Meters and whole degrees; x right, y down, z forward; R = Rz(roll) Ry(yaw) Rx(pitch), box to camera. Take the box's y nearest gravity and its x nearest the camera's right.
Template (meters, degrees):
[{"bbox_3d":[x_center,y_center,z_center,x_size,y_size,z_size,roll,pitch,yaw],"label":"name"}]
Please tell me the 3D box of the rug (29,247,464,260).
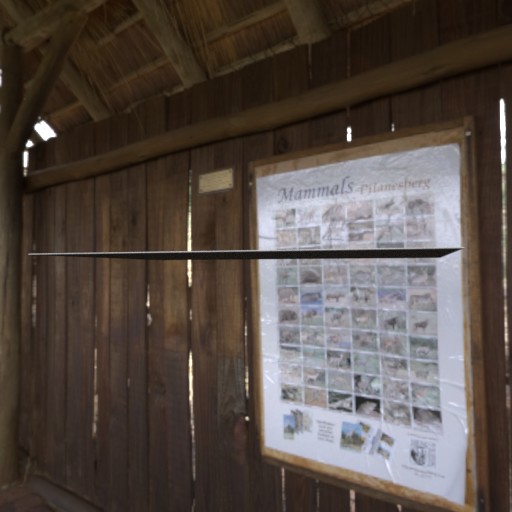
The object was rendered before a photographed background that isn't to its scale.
[{"bbox_3d":[0.000,0.000,3.033,2.438,0.008,1.523,-1,-2,19],"label":"rug"}]
